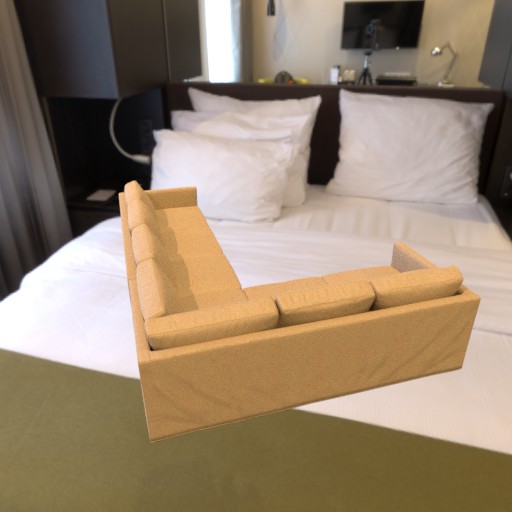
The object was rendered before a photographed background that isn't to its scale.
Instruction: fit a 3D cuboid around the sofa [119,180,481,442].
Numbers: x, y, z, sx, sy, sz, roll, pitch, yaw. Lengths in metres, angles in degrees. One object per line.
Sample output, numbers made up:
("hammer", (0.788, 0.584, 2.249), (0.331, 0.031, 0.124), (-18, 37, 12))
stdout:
("sofa", (0.000, 0.000, 4.324), (2.432, 0.871, 3.182), (-8, 28, -15))
